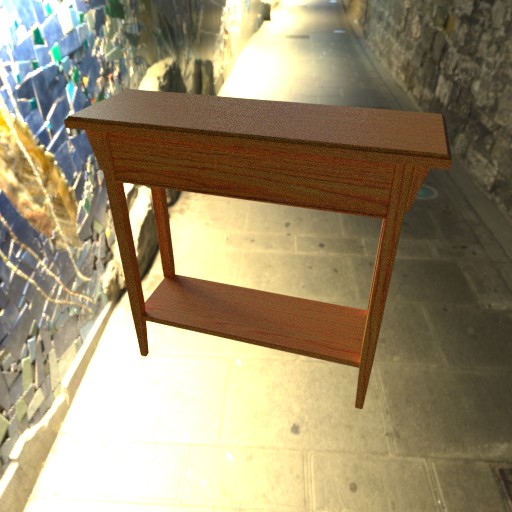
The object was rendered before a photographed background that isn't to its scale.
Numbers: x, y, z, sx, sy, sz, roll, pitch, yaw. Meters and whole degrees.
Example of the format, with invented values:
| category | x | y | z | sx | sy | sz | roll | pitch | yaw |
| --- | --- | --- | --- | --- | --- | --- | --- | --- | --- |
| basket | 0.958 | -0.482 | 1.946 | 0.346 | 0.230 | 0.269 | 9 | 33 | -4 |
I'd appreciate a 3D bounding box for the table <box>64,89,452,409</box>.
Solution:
| category | x | y | z | sx | sy | sz | roll | pitch | yaw |
| --- | --- | --- | --- | --- | --- | --- | --- | --- | --- |
| table | 0.000 | 0.000 | 1.127 | 0.762 | 0.711 | 0.254 | 10 | 35 | 14 |
